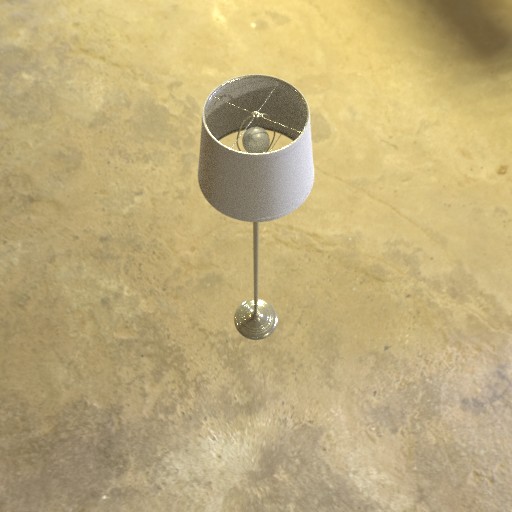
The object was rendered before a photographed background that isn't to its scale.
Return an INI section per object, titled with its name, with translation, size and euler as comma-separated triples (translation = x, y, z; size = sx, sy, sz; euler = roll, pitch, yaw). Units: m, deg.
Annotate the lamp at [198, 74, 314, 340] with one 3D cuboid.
[lamp]
translation = 0.000, 0.000, 1.714
size = 0.327, 1.506, 0.327
euler = -15, 64, -7
